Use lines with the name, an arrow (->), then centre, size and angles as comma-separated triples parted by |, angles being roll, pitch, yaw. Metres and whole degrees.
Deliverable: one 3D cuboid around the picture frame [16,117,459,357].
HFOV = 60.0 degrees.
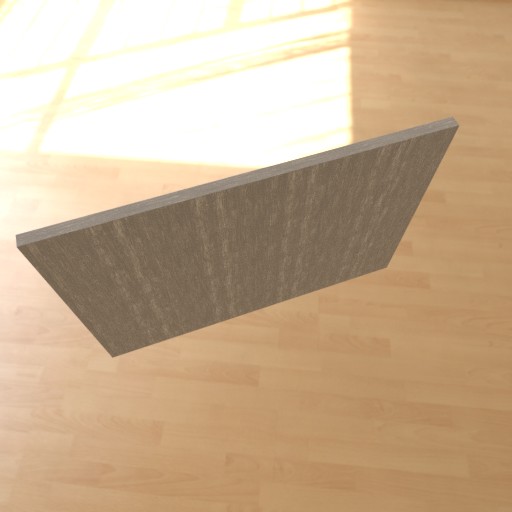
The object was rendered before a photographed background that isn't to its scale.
picture frame -> 0.000, 0.000, 1.183 | 0.950, 0.640, 0.029 | -17, 60, -10
